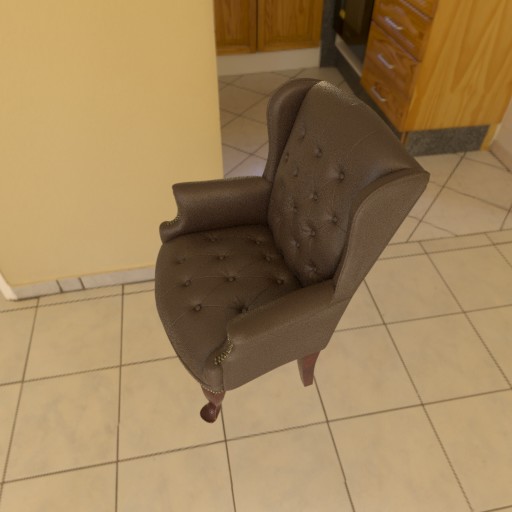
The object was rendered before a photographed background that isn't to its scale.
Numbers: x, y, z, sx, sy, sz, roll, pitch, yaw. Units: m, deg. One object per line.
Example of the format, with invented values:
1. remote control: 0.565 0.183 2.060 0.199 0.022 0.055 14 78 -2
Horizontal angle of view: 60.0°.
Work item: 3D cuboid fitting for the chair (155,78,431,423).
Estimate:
1. chair: 0.000 0.000 1.710 0.819 1.132 0.829 -15 47 -14
